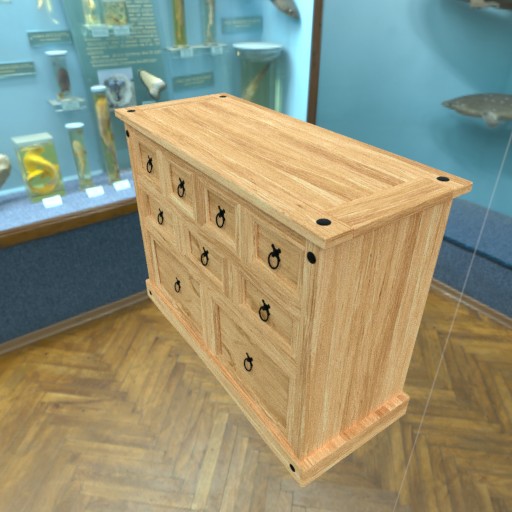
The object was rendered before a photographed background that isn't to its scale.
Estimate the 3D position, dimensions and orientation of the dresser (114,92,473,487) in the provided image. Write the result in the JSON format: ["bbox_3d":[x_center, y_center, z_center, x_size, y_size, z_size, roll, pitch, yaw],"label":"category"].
[{"bbox_3d":[0.000,0.000,1.359,0.410,0.740,0.990,-20,38,-29],"label":"dresser"}]
